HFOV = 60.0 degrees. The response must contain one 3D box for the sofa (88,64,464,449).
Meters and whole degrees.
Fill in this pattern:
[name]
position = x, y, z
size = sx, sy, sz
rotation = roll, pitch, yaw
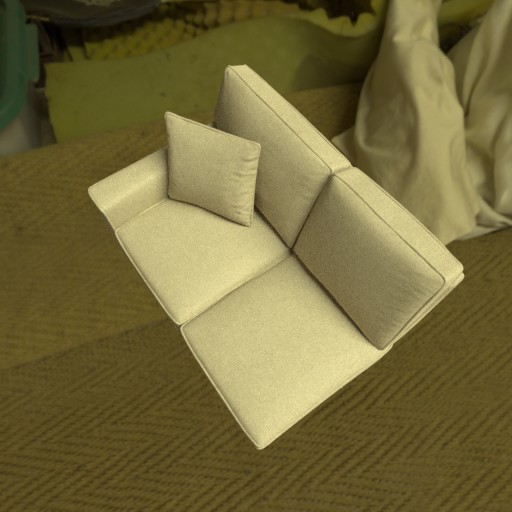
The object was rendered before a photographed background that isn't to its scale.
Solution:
[sofa]
position = 0.000, 0.000, 2.076
size = 0.991, 0.989, 1.388
rotation = -33, 68, -15
